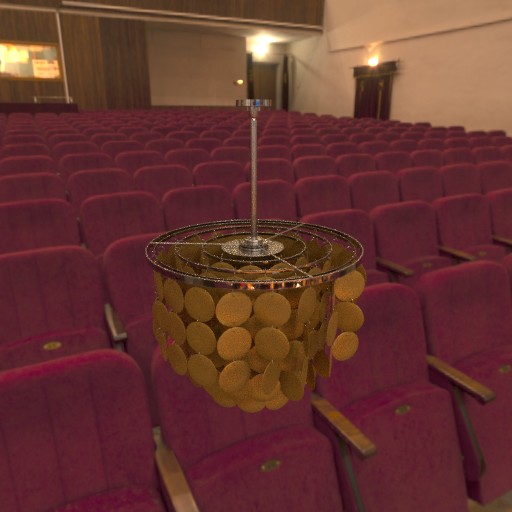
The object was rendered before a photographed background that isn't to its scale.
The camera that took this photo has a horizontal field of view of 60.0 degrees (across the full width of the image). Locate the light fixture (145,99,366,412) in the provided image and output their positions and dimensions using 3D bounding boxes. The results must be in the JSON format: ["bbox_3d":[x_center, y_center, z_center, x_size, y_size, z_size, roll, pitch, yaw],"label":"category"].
[{"bbox_3d":[0.000,0.000,0.740,0.368,0.492,0.368,0,18,0],"label":"light fixture"}]
